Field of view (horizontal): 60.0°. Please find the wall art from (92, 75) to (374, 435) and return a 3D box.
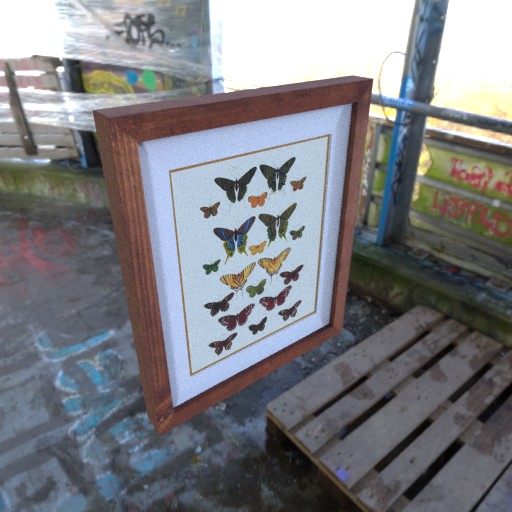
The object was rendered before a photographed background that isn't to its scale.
[{"bbox_3d":[0.000,0.000,0.637,0.377,0.449,0.039,-21,36,-32],"label":"wall art"}]
